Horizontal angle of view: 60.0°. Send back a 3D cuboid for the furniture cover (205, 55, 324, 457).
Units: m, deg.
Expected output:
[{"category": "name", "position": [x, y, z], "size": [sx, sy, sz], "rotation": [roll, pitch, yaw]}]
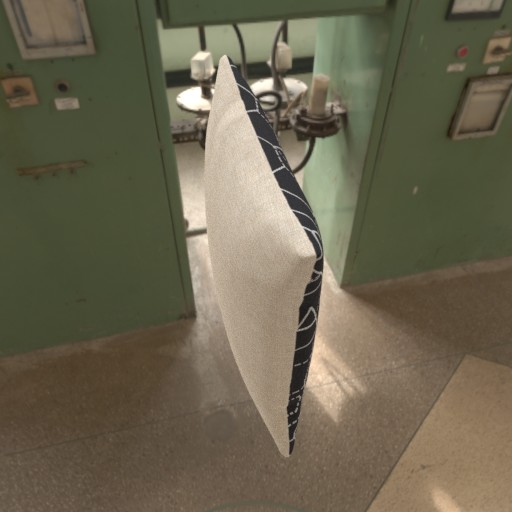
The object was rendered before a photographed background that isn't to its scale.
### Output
[{"category": "furniture cover", "position": [0.000, 0.000, 0.782], "size": [0.158, 0.508, 0.517], "rotation": [-9, 46, -9]}]
